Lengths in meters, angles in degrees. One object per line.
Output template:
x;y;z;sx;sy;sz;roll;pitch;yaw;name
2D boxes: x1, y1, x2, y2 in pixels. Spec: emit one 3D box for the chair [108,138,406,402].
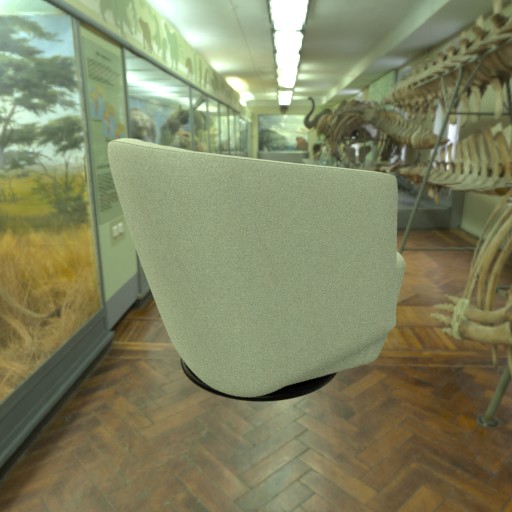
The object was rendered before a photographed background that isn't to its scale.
0.000;0.000;1.677;0.986;0.861;0.822;-8;17;-26;chair
